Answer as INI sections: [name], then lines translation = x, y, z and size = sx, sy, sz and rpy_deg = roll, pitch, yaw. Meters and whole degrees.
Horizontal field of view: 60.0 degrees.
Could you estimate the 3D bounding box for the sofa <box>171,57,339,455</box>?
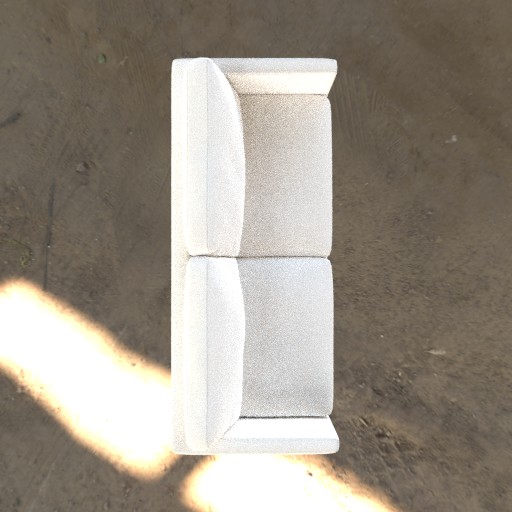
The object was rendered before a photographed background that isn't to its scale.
[sofa]
translation = 0.000, 0.000, 2.628
size = 0.924, 0.933, 2.139
rpy_deg = 0, 89, 0
